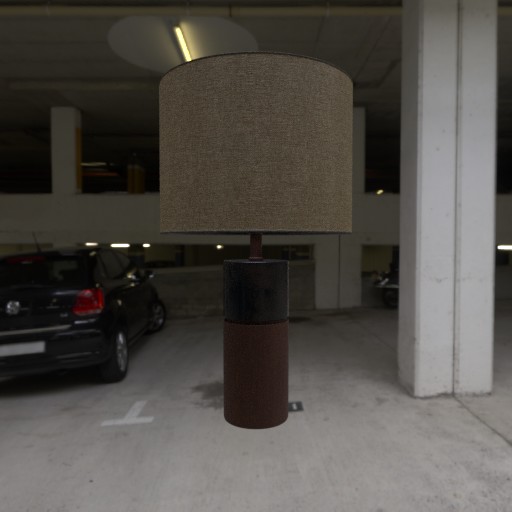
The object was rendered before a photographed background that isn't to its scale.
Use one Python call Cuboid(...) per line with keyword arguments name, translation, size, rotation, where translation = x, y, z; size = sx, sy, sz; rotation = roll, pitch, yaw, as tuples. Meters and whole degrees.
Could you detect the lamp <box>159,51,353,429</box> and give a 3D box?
Cuboid(name="lamp", translation=(0.000, 0.000, 0.478), size=(0.202, 0.350, 0.202), rotation=(0, 2, 0))
